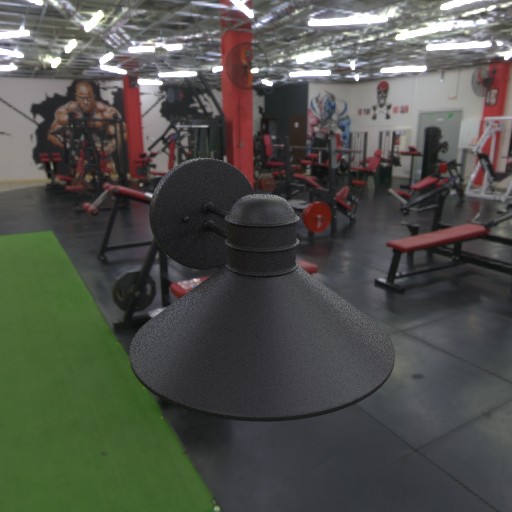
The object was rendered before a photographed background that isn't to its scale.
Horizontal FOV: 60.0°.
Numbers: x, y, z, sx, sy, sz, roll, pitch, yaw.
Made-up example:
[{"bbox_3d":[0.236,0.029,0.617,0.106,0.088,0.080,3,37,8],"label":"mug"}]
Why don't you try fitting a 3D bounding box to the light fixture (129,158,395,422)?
[{"bbox_3d":[0.000,0.000,0.668,0.396,0.265,0.434,-8,18,-26],"label":"light fixture"}]
